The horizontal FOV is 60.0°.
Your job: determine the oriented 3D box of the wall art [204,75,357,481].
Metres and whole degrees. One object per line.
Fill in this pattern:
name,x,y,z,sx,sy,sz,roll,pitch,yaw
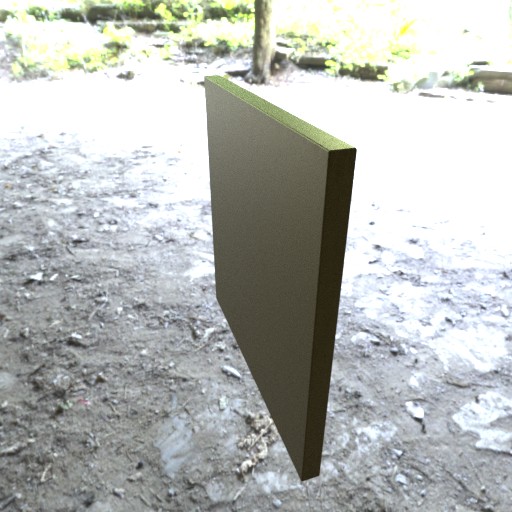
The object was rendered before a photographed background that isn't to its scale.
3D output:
wall art,0.000,0.000,0.750,0.031,0.506,0.503,-10,31,-17
